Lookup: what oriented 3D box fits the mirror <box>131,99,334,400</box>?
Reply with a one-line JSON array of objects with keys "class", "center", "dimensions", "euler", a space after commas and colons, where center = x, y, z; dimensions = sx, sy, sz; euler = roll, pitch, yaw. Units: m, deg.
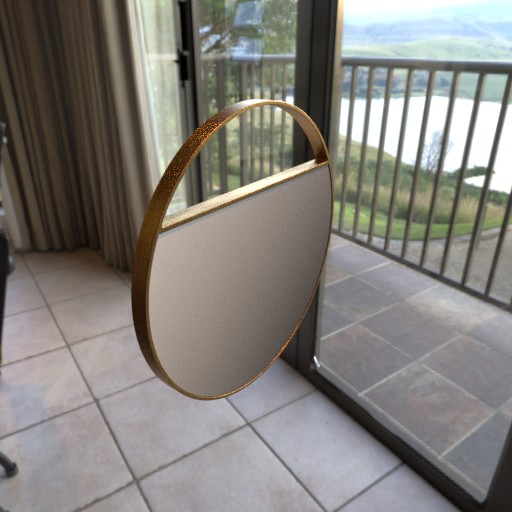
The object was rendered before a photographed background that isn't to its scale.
[{"class": "mirror", "center": [0.000, 0.000, 0.849], "dimensions": [0.032, 0.565, 0.565], "euler": [18, 31, 33]}]
